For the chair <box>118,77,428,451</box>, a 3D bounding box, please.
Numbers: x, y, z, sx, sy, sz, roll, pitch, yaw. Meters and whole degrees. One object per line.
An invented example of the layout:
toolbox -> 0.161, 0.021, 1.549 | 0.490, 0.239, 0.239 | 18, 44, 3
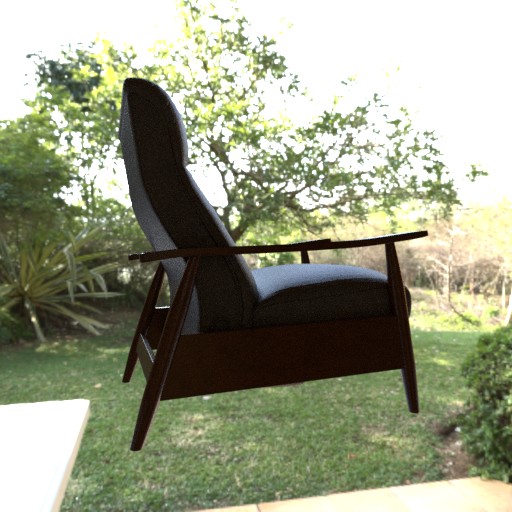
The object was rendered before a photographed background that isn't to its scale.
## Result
chair -> 0.000, 0.000, 1.726 | 1.014, 1.081, 0.762 | 0, 0, -19
